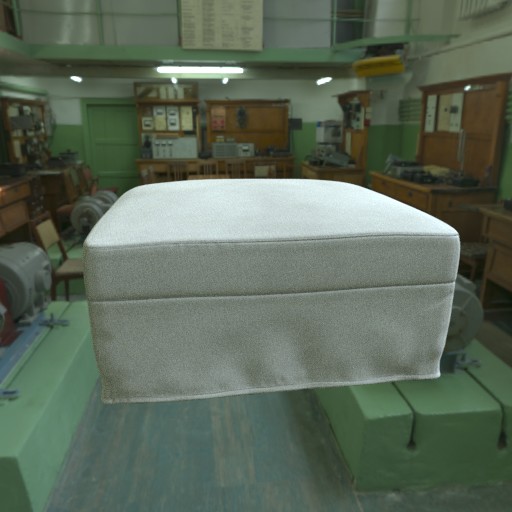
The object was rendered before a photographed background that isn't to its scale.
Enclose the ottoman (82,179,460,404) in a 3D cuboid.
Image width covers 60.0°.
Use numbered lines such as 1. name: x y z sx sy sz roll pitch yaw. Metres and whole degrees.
1. ottoman: 0.000 0.000 1.359 0.842 0.441 0.843 -2 17 -8
